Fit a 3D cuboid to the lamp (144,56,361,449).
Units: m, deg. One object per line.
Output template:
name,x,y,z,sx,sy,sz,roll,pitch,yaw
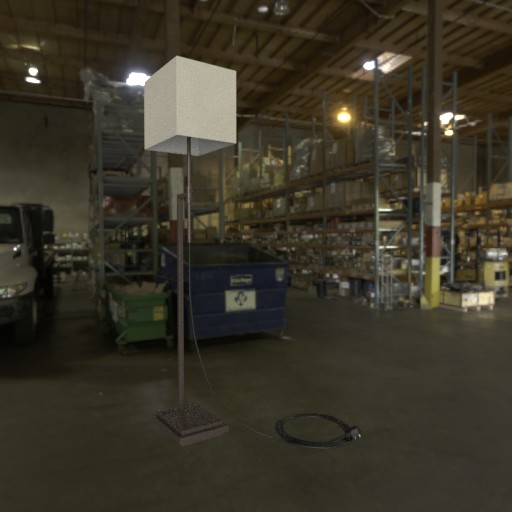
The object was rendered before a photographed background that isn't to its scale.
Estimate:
lamp,0.000,0.000,2.005,0.774,1.600,0.698,-1,2,-35
